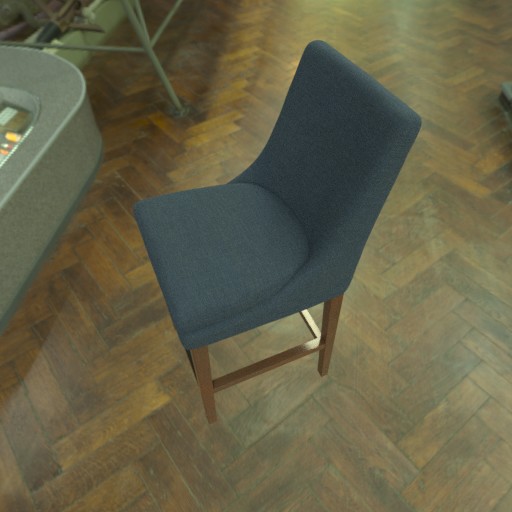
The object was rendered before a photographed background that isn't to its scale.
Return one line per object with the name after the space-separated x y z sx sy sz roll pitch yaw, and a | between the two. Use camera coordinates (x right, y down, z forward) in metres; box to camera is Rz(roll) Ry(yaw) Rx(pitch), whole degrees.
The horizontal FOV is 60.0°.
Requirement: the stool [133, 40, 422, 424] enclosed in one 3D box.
0.000 0.000 1.269 0.577 0.981 0.470 -18 50 -15 | stool
